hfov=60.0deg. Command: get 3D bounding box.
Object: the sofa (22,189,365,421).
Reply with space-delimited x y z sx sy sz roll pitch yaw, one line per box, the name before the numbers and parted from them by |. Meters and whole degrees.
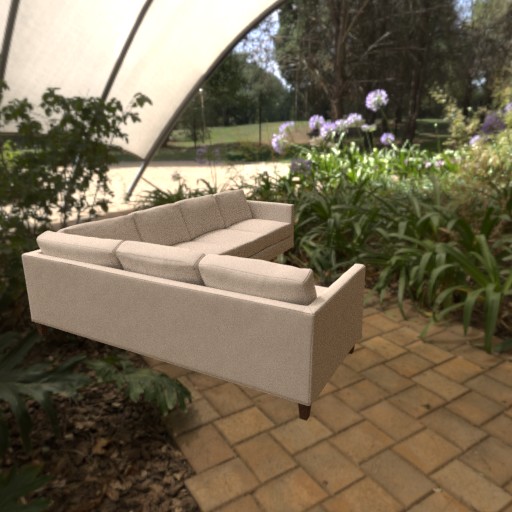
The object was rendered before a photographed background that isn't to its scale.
sofa | 0.000 0.000 4.263 2.432 0.863 3.182 8 18 27
